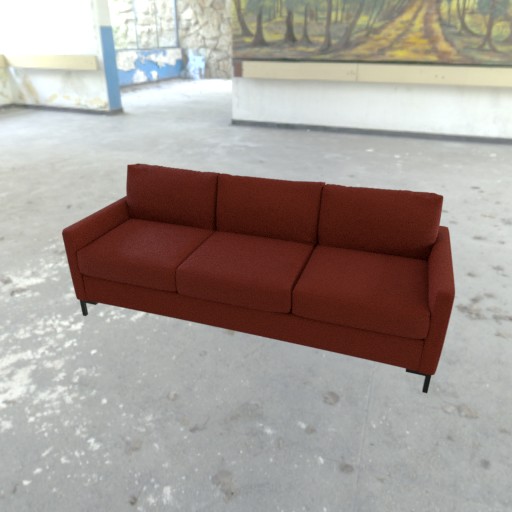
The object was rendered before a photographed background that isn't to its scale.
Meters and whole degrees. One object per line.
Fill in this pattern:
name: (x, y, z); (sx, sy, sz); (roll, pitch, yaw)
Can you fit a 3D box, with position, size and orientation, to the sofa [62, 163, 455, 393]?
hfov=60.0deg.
sofa: (0.000, 0.000, 2.781); (2.252, 0.879, 0.875); (9, 28, 17)
